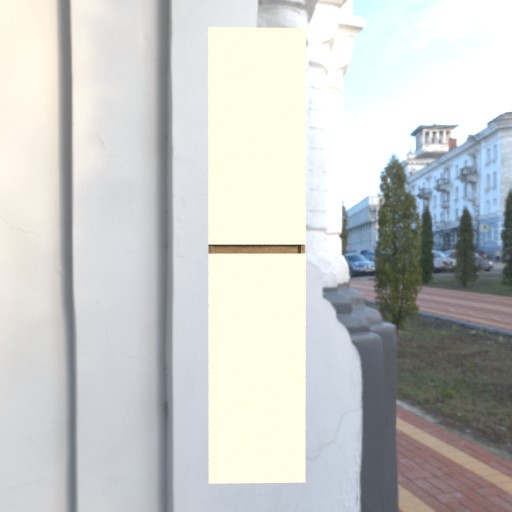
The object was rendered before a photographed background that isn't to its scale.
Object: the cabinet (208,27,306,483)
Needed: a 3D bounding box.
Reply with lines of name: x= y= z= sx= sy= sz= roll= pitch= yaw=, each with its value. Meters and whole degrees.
cabinet: x=0.000 y=0.000 z=1.497 sx=0.300 sy=1.400 sz=0.270 roll=0 pitch=1 yaw=-1
